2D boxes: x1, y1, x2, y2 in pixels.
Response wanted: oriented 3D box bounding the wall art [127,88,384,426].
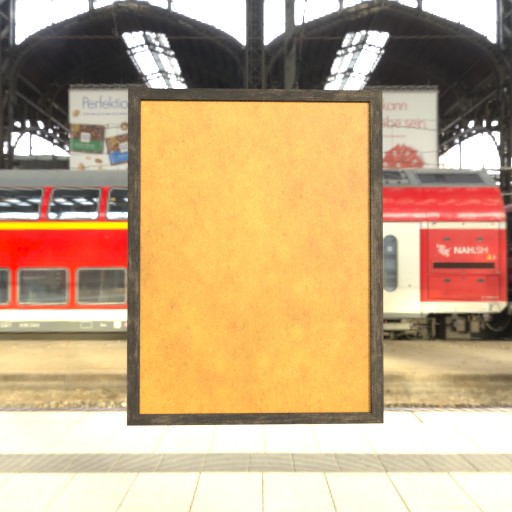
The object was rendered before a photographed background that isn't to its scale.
[{"bbox_3d":[0.000,0.000,1.421,0.812,1.066,0.029,0,-1,-1],"label":"wall art"}]
